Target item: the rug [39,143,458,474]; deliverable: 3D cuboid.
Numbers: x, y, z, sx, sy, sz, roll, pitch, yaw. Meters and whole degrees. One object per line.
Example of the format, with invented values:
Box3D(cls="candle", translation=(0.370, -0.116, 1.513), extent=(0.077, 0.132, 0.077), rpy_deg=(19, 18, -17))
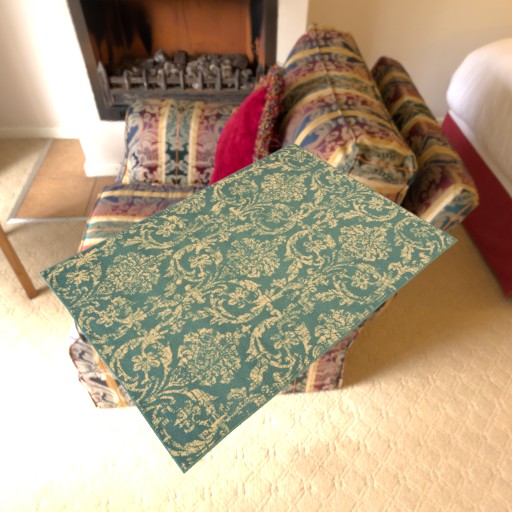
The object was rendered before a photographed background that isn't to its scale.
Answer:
Box3D(cls="rug", translation=(0.000, 0.000, 2.838), extent=(2.205, 0.012, 1.554), rpy_deg=(-33, 55, -27))
